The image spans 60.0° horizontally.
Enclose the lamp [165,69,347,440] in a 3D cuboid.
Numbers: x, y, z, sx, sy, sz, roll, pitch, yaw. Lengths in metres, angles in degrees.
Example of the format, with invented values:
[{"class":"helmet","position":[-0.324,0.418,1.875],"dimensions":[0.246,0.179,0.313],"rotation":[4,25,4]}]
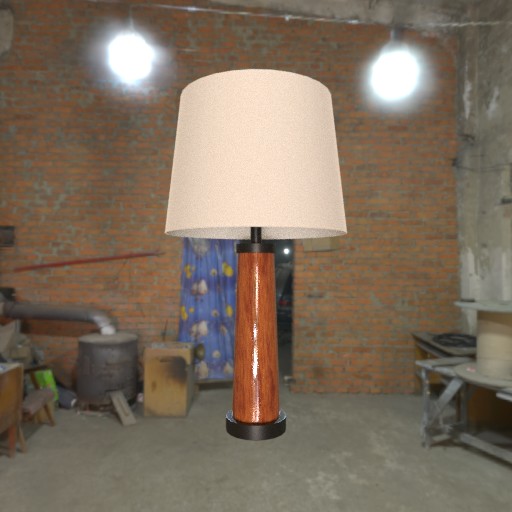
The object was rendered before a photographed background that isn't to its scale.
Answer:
[{"class":"lamp","position":[0.000,0.000,0.862],"dimensions":[0.349,0.667,0.349],"rotation":[0,-1,0]}]
